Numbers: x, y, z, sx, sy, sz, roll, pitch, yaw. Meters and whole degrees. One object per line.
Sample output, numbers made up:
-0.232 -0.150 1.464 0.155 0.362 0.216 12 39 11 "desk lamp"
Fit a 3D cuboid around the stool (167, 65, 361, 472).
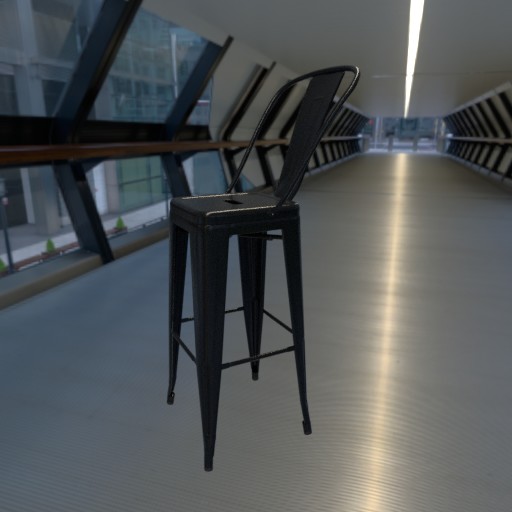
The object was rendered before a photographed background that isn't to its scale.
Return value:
0.000 0.000 1.352 0.513 1.096 0.399 -8 18 -27 "stool"
